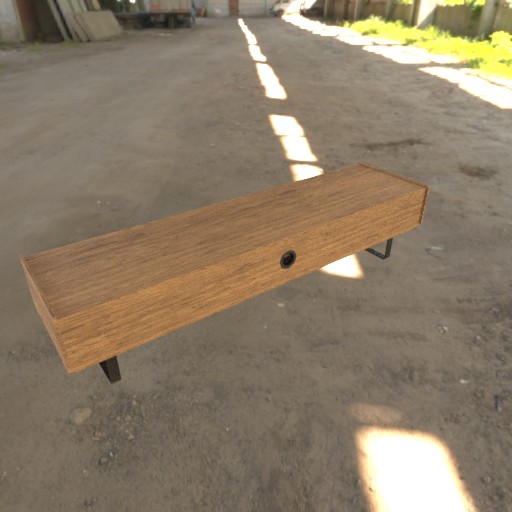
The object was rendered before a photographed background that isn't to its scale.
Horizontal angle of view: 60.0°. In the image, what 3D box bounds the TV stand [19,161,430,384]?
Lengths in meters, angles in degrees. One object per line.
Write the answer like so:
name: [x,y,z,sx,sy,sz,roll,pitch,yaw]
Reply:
TV stand: [0.000,0.000,2.010,1.796,0.415,0.467,-20,36,-30]
